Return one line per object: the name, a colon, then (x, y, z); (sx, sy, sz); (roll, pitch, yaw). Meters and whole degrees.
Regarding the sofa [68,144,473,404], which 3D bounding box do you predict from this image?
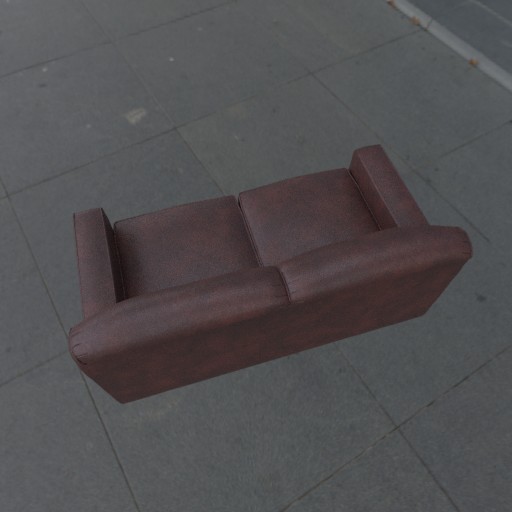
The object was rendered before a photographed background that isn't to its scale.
sofa: (0.000, 0.000, 2.461); (1.856, 0.966, 1.000); (-14, 60, -8)
